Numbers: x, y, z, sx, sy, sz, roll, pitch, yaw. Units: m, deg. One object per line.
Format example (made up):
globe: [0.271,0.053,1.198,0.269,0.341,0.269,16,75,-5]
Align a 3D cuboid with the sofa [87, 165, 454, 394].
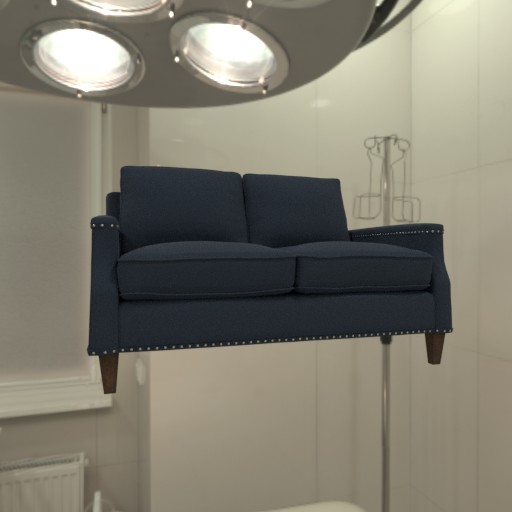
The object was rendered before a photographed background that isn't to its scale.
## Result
sofa: [0.000,0.000,2.304,1.597,1.003,1.084,0,0,-17]
